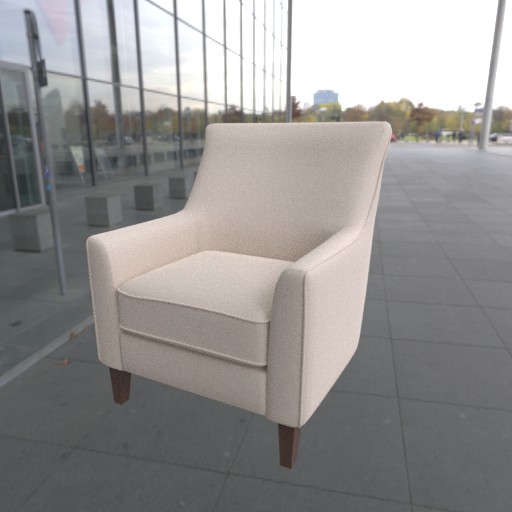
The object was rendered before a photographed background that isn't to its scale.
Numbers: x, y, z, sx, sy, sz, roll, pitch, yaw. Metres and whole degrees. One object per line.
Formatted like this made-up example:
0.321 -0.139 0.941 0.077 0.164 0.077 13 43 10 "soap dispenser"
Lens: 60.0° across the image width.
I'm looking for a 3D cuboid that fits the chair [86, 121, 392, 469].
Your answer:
0.000 0.000 1.568 0.756 0.916 0.879 8 17 27 "chair"
